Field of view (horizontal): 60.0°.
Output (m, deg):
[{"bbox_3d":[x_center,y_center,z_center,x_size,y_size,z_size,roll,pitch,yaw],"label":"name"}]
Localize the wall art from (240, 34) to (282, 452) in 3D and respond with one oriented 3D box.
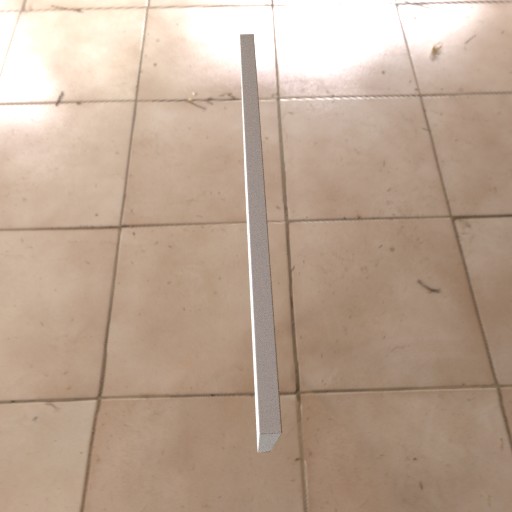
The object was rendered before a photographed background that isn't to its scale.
[{"bbox_3d":[0.000,0.000,1.138,0.038,0.601,0.898,-2,64,-1],"label":"wall art"}]
